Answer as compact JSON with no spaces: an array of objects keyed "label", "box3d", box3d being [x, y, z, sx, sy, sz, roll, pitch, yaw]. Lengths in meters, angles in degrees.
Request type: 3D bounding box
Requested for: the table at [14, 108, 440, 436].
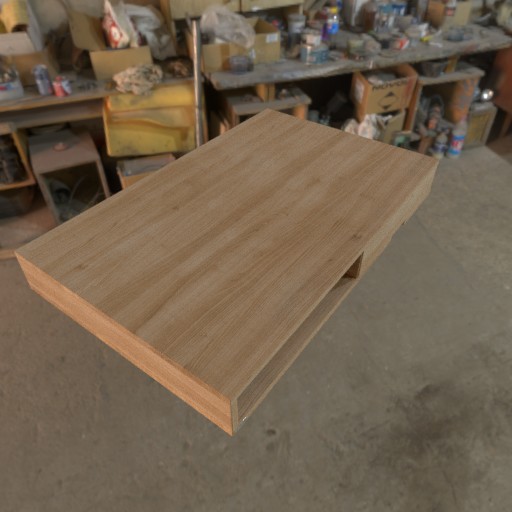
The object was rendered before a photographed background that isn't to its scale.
[{"label":"table","box3d":[0.000,0.000,1.433,0.700,0.440,1.100,26,47,27]}]
